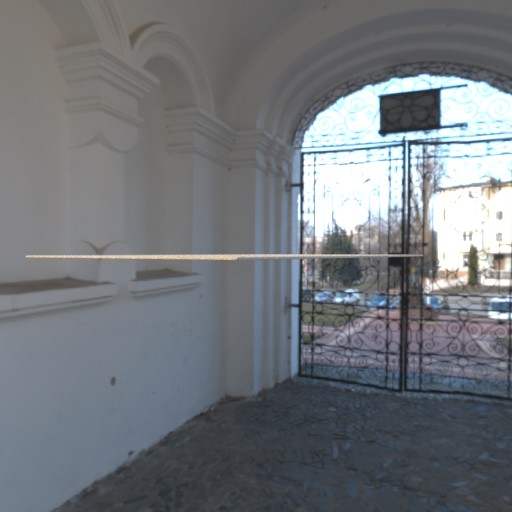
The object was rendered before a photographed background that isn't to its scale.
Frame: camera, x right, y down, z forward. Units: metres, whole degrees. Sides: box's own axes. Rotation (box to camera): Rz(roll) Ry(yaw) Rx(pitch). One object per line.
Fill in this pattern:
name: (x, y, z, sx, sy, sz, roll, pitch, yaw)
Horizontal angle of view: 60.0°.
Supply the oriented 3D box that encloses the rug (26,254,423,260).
rug: (0.000, 0.000, 2.353, 1.219, 0.010, 1.829, 0, 0, 36)
